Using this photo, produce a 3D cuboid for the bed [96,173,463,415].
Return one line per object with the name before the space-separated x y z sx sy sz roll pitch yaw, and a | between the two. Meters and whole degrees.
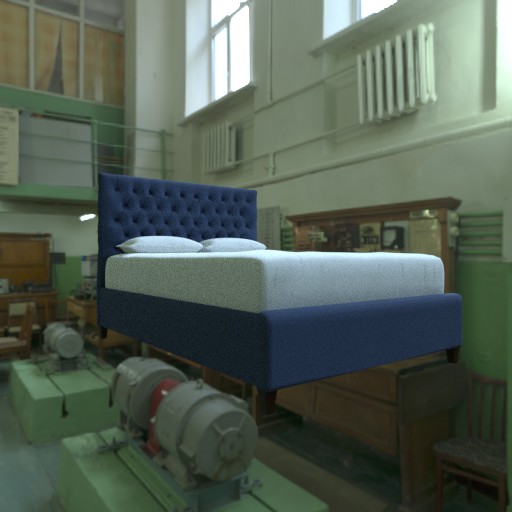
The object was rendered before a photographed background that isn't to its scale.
bed | 0.000 0.000 3.405 1.706 1.427 2.387 0 0 -37
